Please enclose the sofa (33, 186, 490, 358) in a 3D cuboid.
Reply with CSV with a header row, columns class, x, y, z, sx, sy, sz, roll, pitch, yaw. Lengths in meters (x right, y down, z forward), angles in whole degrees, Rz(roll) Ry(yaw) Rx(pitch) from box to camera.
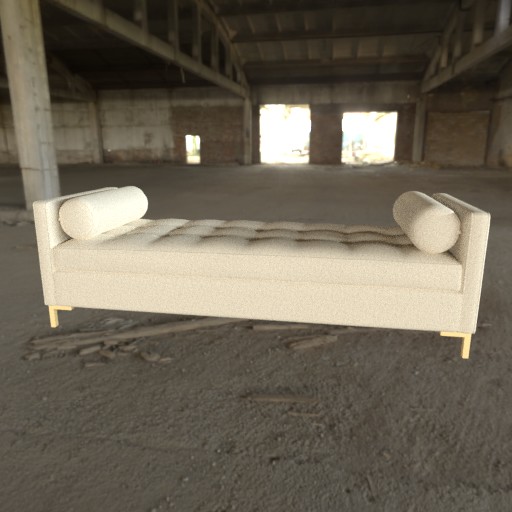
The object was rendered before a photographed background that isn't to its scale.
class,x,y,z,sx,sy,sz,roll,pitch,yaw
sofa,0.000,0.000,2.291,1.985,0.641,0.746,2,15,10
